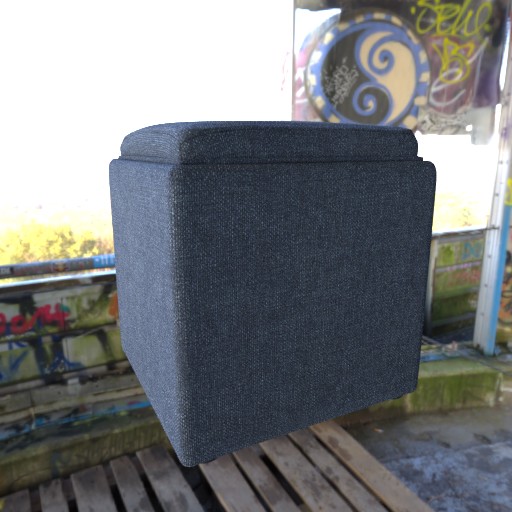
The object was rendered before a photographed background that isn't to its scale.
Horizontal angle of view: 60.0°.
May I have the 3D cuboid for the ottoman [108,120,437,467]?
[{"bbox_3d":[0.000,0.000,0.847,0.454,0.493,0.436,-7,15,-26],"label":"ottoman"}]
